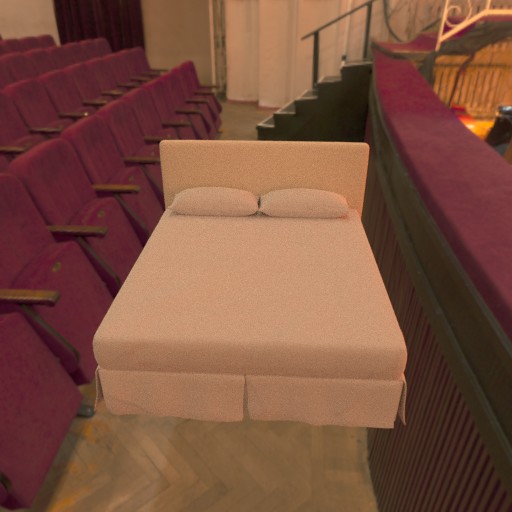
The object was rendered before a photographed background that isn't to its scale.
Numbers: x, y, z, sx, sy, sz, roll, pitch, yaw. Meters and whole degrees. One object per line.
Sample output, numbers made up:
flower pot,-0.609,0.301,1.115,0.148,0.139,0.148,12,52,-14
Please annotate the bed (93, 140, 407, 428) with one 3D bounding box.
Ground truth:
bed,0.000,0.000,3.665,2.119,1.317,2.341,1,29,3
